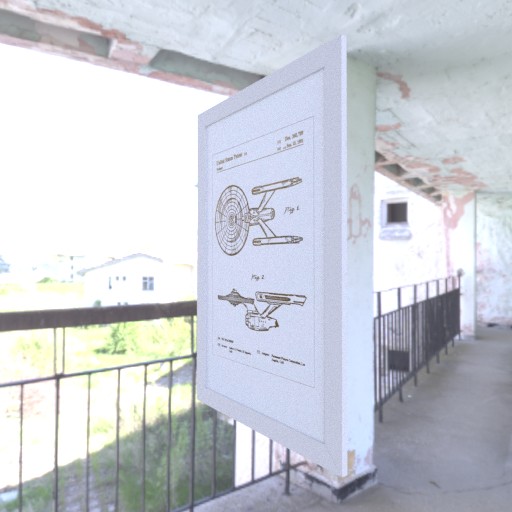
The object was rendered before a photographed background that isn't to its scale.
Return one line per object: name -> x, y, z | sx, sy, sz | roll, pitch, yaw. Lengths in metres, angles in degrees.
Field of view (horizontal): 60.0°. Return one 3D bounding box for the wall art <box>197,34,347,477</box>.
wall art -> 0.000, 0.000, 0.846 | 0.011, 0.659, 0.454 | 0, -1, -36
